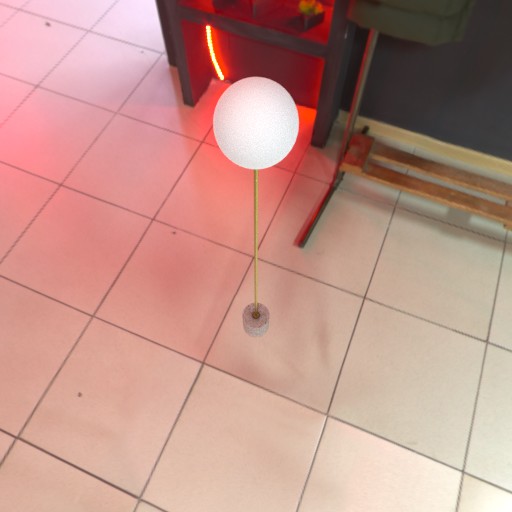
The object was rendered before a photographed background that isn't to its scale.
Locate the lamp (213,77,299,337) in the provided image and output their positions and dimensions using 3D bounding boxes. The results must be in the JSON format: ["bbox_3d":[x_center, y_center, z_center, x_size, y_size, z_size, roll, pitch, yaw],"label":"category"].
[{"bbox_3d":[0.000,0.000,1.851,0.229,1.748,0.229,-31,66,-15],"label":"lamp"}]
